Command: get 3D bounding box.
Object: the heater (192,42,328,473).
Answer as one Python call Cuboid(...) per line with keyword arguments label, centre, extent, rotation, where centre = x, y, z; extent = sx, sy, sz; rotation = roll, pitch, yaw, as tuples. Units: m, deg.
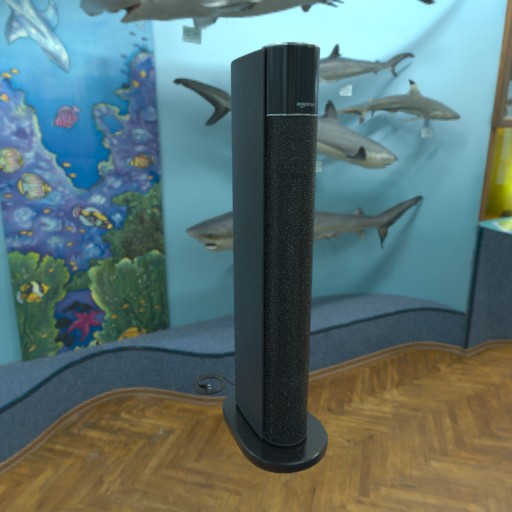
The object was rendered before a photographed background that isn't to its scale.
Cuboid(label="heater", centre=(0.000, 0.000, 1.038), extent=(0.214, 0.856, 0.458), rotation=(-8, 17, -26))
